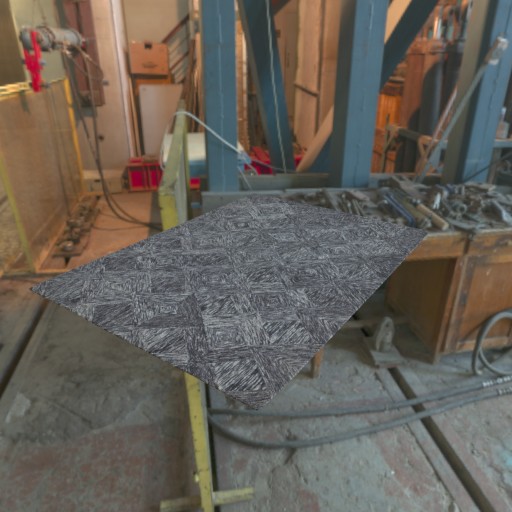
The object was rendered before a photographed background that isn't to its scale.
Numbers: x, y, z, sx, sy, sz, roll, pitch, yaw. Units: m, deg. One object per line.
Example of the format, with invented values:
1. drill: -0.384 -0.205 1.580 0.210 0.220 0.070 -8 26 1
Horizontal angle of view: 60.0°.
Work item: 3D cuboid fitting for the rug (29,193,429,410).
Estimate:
1. rug: 0.000 0.000 5.382 2.997 0.020 4.093 17 30 32
